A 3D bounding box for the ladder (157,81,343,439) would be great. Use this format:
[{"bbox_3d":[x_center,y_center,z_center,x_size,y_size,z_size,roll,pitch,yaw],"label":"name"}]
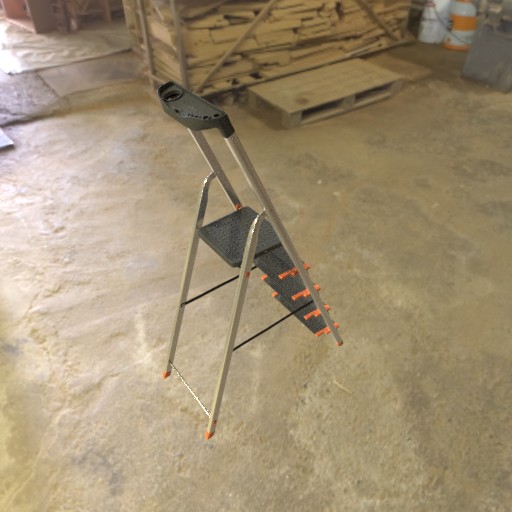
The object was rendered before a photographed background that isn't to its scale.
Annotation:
[{"bbox_3d":[0.000,0.000,2.086,0.995,1.646,0.480,-27,48,-27],"label":"ladder"}]
